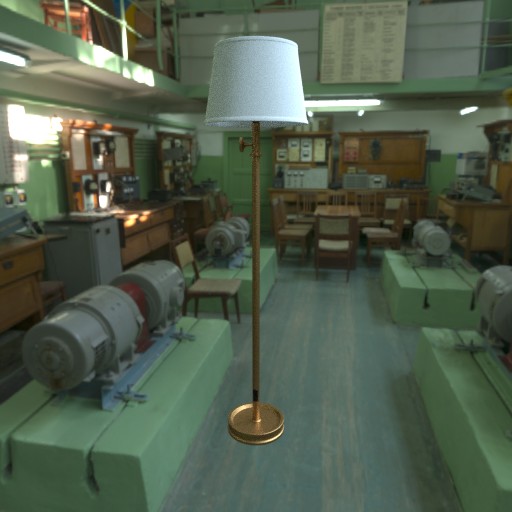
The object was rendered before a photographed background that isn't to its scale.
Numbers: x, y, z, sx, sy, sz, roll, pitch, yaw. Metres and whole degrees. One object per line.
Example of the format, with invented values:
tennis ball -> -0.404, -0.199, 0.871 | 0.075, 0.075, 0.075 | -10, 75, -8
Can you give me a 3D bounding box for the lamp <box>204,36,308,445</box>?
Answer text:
lamp -> 0.000, 0.000, 0.813 | 0.178, 0.710, 0.178 | 0, 13, 0
